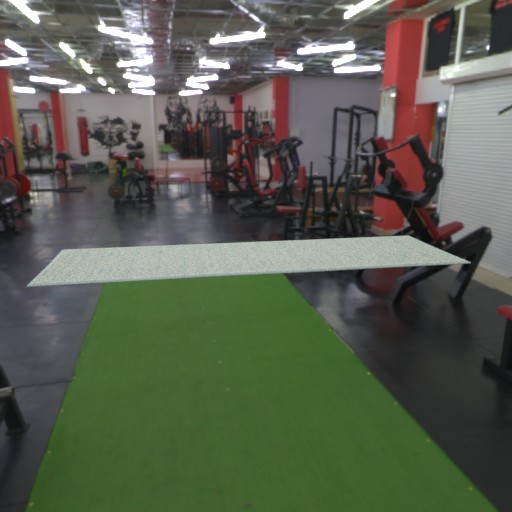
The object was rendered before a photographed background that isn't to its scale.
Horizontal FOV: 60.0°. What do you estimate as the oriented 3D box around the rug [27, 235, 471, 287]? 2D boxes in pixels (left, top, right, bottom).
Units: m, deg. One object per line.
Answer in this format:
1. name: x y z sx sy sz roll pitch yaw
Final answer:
1. rug: 0.000 0.000 2.476 2.196 0.011 0.662 -3 15 -10
